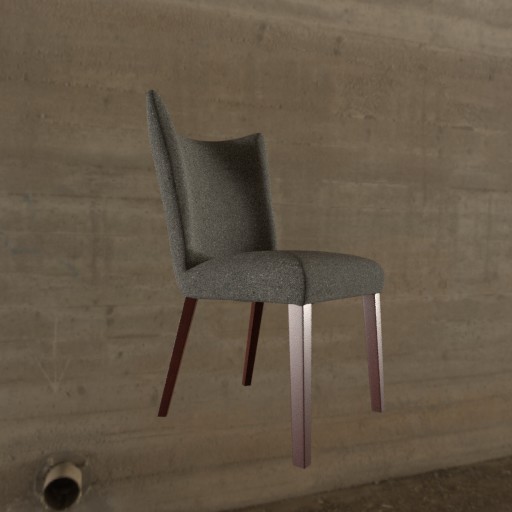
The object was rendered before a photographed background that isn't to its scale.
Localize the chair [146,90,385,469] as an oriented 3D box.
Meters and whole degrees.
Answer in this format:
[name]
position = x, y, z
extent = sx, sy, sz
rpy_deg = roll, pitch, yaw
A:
[chair]
position = 0.000, 0.000, 1.329
extent = 0.623, 0.924, 0.535
rpy_deg = 0, -1, 37
